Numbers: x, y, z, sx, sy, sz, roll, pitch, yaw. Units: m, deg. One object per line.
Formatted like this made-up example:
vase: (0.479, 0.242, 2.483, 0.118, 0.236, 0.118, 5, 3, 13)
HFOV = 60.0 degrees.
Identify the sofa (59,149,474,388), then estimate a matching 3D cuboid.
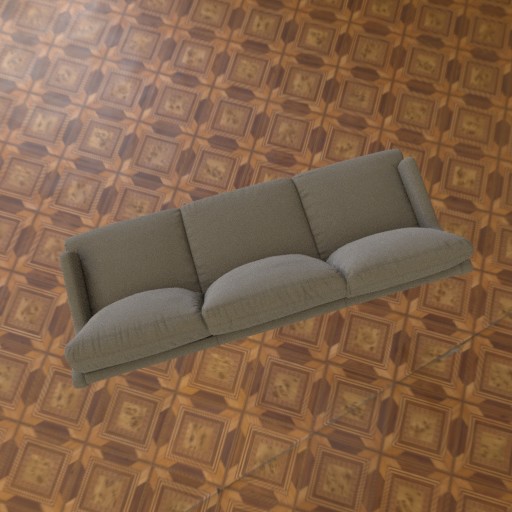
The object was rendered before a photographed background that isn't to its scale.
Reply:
sofa: (0.000, 0.000, 2.790, 2.344, 0.926, 0.987, -16, 76, -4)
